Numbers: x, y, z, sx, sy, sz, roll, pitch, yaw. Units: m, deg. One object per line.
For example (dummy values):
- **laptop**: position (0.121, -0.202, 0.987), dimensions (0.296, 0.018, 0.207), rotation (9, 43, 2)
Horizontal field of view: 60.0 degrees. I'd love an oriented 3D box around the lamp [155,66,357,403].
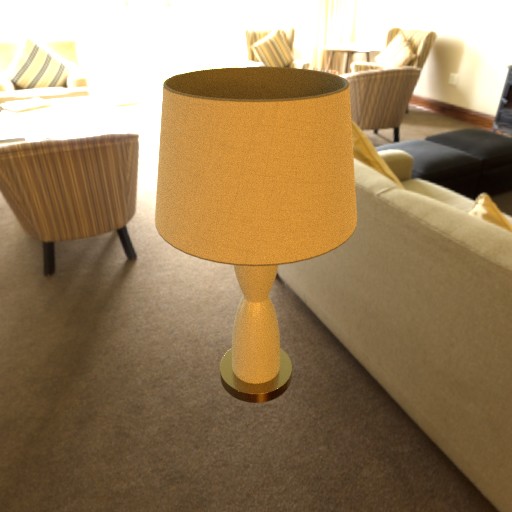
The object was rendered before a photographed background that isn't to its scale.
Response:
- **lamp**: position (0.000, 0.000, 0.730), dimensions (0.309, 0.545, 0.309), rotation (0, 31, 0)
